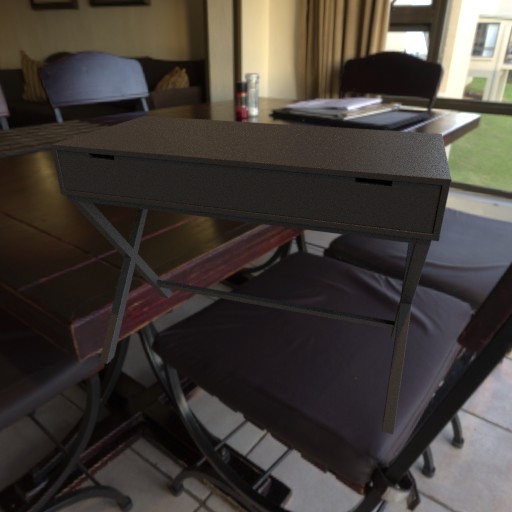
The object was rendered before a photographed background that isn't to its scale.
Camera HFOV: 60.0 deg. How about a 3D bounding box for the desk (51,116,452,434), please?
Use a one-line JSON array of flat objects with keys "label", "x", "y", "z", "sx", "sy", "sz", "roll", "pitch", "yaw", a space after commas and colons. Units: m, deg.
[{"label": "desk", "x": 0.000, "y": 0.000, "z": 1.495, "sx": 1.057, "sy": 0.780, "sz": 0.504, "roll": 8, "pitch": 28, "yaw": 16}]
